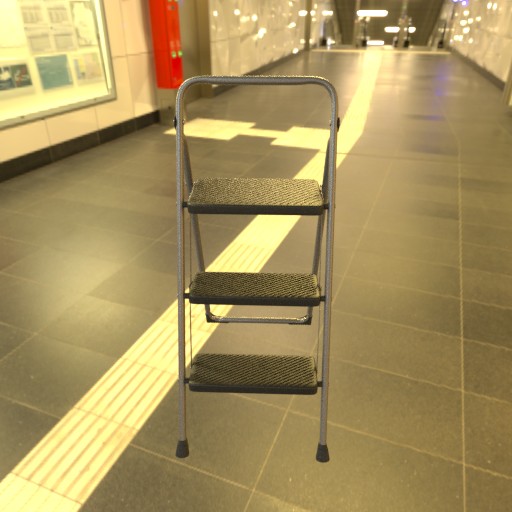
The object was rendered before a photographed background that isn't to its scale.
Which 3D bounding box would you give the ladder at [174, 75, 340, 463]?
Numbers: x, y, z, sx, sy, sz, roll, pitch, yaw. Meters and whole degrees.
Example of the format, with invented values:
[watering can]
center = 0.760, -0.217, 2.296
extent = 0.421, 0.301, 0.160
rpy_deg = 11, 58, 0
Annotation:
[ladder]
center = 0.000, 0.000, 1.270
extent = 0.430, 0.945, 0.629
rpy_deg = 1, 29, 2
